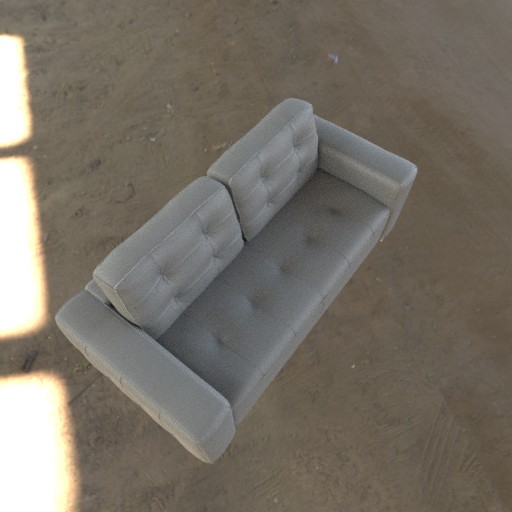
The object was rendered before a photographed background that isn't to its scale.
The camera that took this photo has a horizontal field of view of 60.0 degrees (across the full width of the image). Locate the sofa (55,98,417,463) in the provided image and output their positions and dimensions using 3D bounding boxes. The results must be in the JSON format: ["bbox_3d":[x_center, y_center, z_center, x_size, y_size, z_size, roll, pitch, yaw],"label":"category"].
[{"bbox_3d":[0.000,0.000,2.201,0.833,0.892,1.726,33,64,19],"label":"sofa"}]
